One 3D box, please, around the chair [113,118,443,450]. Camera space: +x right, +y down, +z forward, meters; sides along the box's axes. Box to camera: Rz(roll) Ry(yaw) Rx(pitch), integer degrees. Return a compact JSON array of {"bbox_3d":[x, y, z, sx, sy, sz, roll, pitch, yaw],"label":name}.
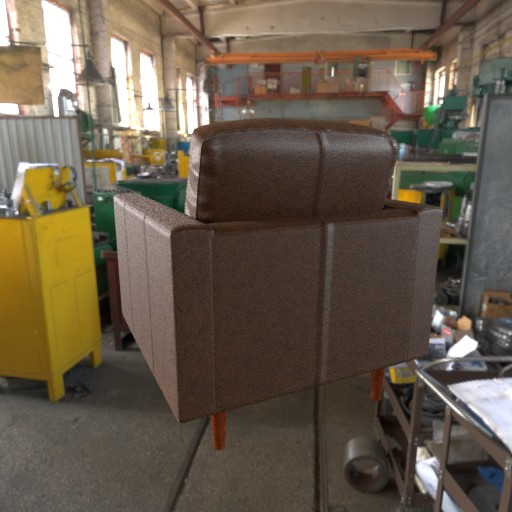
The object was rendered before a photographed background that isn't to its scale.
[{"bbox_3d":[0.000,0.000,1.666,0.890,0.956,0.909,-7,15,-25],"label":"chair"}]
